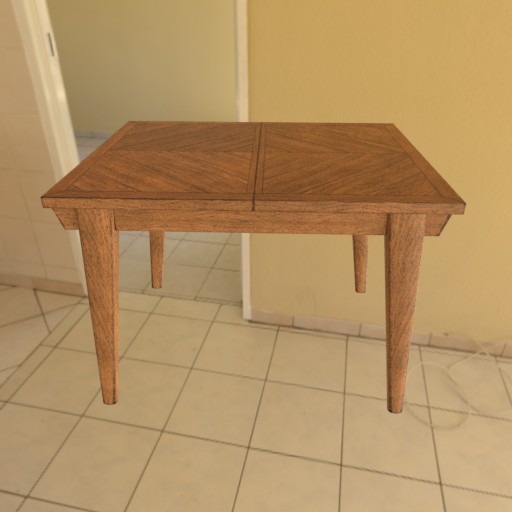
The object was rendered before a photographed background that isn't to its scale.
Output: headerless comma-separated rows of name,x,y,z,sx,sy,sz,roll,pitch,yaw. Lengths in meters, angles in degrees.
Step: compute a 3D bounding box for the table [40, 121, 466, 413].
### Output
table,0.000,0.000,1.586,1.027,0.760,0.757,1,31,2
